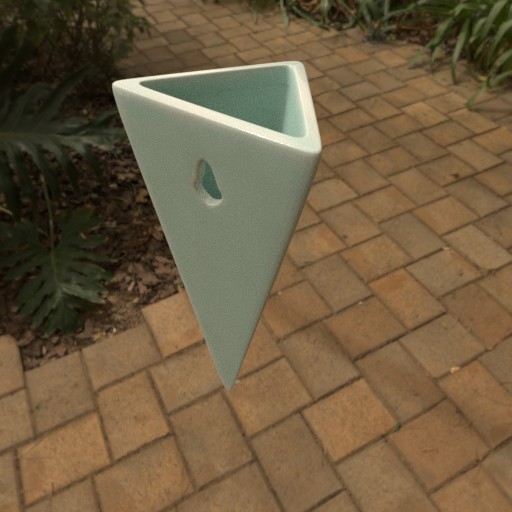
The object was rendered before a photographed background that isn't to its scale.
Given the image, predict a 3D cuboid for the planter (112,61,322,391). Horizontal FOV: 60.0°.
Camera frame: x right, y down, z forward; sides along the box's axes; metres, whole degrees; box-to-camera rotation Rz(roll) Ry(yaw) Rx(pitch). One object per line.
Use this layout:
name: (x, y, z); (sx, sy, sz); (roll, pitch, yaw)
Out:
planter: (0.000, 0.000, 0.218); (0.080, 0.178, 0.064); (25, 51, 22)
